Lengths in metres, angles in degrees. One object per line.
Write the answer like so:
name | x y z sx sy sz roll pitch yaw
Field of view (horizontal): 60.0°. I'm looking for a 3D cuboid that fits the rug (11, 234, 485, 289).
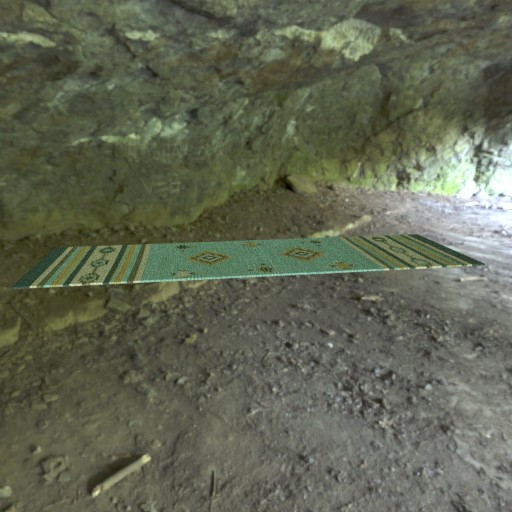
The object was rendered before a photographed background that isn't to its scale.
rug | 0.000 0.000 2.613 2.441 0.010 0.744 -2 16 -9
